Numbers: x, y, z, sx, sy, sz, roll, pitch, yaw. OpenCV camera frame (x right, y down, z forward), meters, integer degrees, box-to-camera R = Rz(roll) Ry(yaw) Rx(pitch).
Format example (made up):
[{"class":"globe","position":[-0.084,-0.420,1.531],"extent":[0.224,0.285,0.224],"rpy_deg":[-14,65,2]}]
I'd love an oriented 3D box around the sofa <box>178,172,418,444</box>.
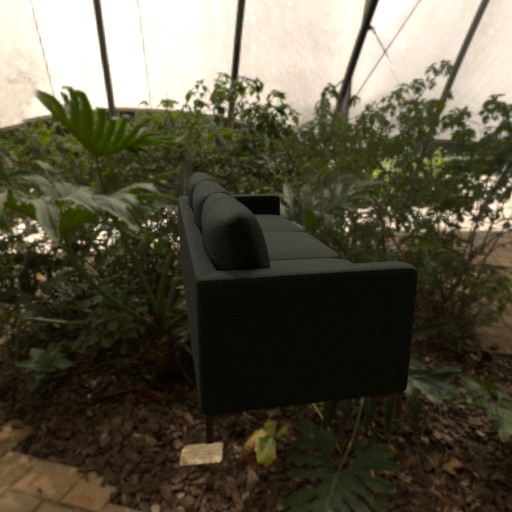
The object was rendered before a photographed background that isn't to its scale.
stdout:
[{"class":"sofa","position":[0.000,0.000,2.684],"extent":[0.859,0.870,2.218],"rpy_deg":[-3,15,-11]}]
